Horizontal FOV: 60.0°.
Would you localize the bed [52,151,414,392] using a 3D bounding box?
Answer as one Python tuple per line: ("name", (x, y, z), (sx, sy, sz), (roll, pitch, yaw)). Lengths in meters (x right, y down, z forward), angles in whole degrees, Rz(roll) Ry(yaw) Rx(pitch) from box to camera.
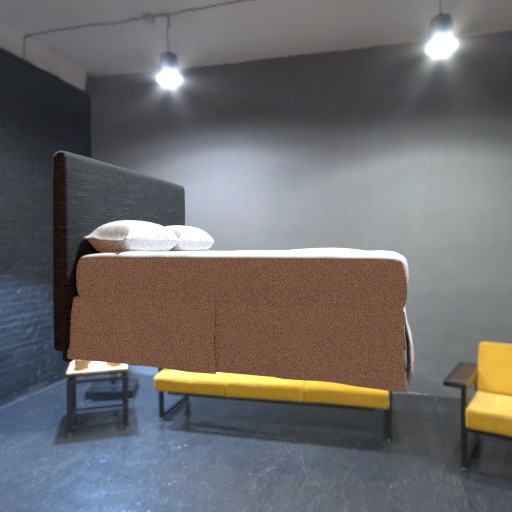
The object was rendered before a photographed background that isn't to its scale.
("bed", (0.000, 0.000, 3.232), (2.142, 1.330, 1.723), (0, 1, 17))
